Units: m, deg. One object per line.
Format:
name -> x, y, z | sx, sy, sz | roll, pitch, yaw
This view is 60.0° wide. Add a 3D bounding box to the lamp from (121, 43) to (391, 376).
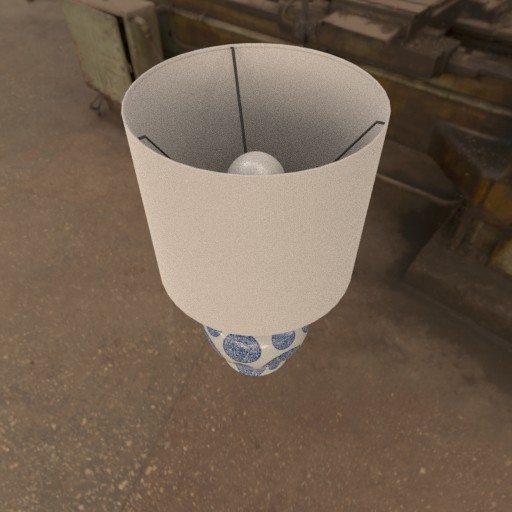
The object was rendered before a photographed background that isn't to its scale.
lamp -> 0.000, 0.000, 0.500 | 0.215, 0.381, 0.215 | 16, 49, 15
